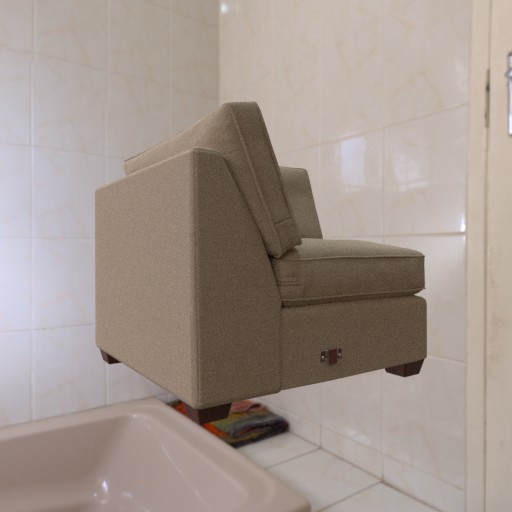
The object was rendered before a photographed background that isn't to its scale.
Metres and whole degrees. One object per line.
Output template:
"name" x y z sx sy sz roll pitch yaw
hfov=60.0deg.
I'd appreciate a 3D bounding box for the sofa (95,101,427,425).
"sofa" 0.000 0.000 2.001 1.146 1.002 1.084 0 1 -34
